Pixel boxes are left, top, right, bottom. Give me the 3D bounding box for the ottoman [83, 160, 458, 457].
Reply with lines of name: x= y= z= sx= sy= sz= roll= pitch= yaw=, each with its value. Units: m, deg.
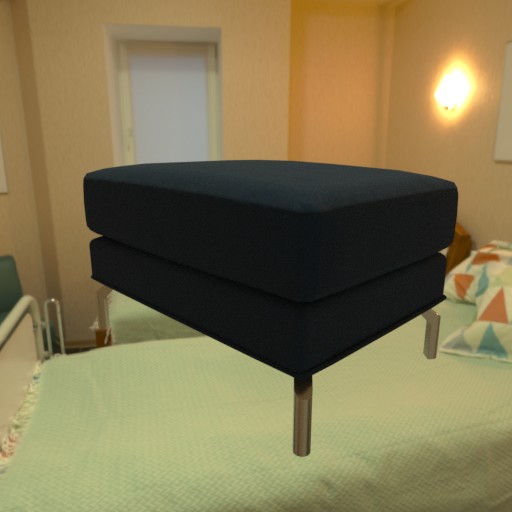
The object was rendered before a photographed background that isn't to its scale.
ottoman: x=0.000 y=0.000 z=1.199 sx=0.587 sy=0.498 sz=0.835 roll=-14 pitch=20 yaw=-43
